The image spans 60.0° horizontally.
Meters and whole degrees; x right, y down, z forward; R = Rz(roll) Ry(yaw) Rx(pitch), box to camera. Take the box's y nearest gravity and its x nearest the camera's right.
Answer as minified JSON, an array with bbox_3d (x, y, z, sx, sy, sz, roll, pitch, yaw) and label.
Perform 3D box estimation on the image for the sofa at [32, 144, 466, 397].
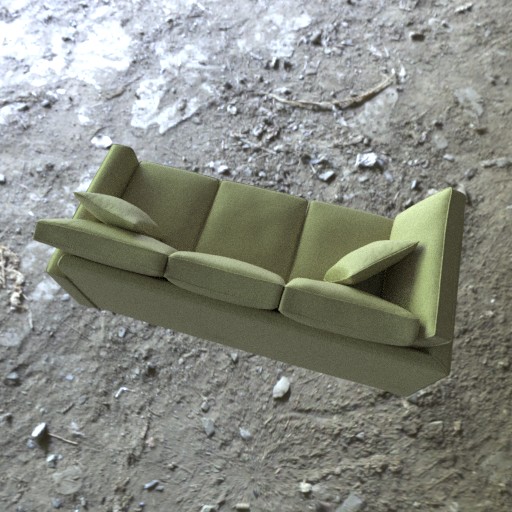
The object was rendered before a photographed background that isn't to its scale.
[{"bbox_3d":[0.000,0.000,2.829,2.323,0.948,1.053,15,64,7],"label":"sofa"}]
